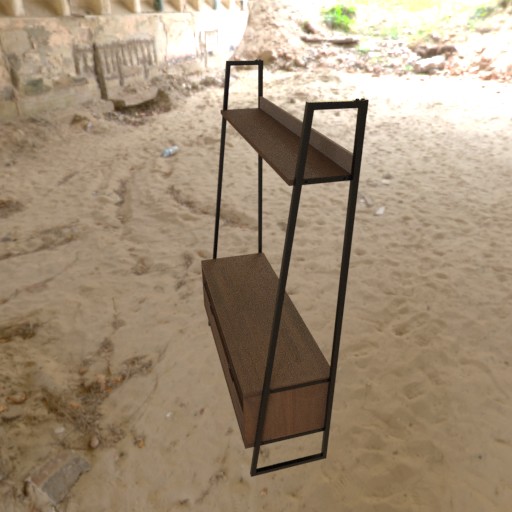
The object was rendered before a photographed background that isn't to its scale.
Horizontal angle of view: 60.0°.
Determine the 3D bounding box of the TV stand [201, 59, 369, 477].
[{"bbox_3d":[0.000,0.000,2.326,0.432,1.772,1.250,-8,30,-13],"label":"TV stand"}]
